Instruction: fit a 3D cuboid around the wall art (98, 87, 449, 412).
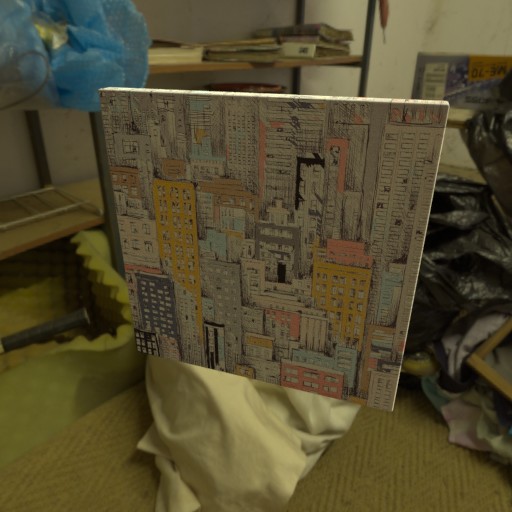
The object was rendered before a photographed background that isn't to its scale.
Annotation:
[{"bbox_3d":[0.000,0.000,0.881,0.607,0.608,0.038,9,28,17],"label":"wall art"}]
